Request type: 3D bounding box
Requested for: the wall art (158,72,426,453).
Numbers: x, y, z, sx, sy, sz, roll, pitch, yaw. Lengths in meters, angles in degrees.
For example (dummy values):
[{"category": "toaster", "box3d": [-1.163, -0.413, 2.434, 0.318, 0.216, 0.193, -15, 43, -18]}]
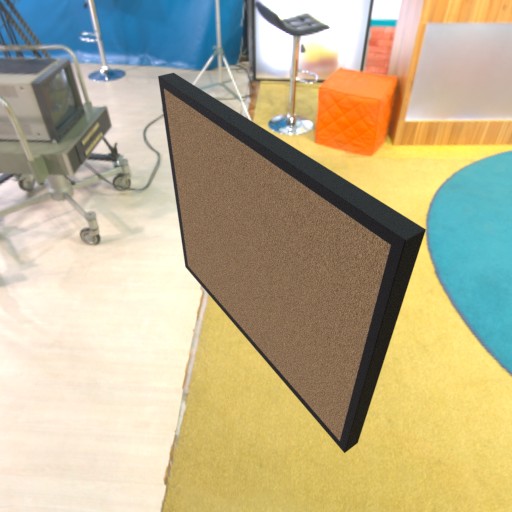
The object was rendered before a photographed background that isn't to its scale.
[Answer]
[{"category": "wall art", "box3d": [0.000, 0.000, 0.761, 0.030, 0.454, 0.554, -25, 47, -26]}]
